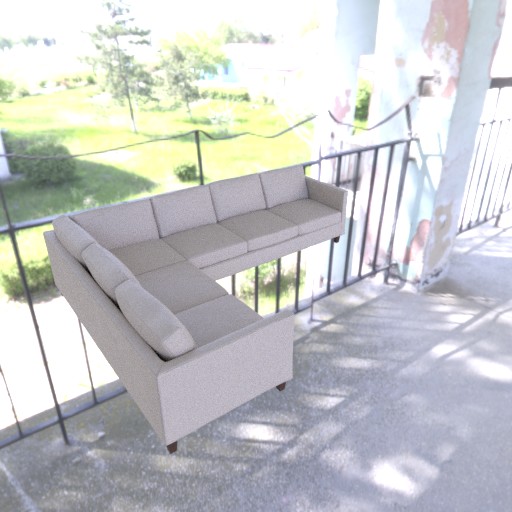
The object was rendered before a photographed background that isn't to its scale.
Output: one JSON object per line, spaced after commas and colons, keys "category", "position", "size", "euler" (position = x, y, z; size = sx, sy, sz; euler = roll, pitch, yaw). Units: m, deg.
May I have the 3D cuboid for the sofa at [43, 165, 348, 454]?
{"category": "sofa", "position": [0.000, 0.000, 4.227], "size": [3.182, 0.863, 2.432], "euler": [-19, 33, -32]}
